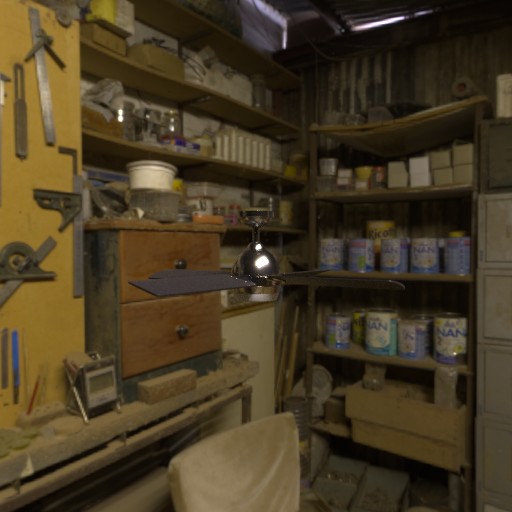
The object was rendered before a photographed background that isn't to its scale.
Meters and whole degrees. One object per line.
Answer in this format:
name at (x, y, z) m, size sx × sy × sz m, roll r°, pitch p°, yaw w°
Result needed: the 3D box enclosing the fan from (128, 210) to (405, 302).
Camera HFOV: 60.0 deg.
fan at (0.000, 0.000, 2.033) m, size 1.332 × 0.403 × 1.332 m, roll 1°, pitch 1°, yaw 36°
